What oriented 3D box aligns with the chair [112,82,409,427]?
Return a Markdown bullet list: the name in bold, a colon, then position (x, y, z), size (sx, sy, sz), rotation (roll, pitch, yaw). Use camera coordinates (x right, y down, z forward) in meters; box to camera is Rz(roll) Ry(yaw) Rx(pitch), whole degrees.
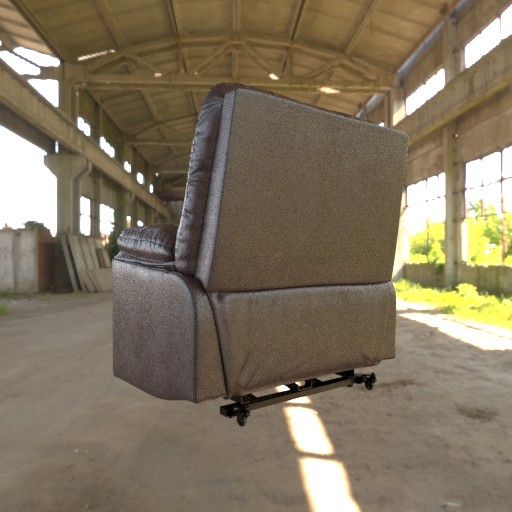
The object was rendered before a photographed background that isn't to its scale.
- **chair**: position (0.000, 0.000, 1.751), size (0.940, 1.041, 0.879), rotation (0, 0, -37)
